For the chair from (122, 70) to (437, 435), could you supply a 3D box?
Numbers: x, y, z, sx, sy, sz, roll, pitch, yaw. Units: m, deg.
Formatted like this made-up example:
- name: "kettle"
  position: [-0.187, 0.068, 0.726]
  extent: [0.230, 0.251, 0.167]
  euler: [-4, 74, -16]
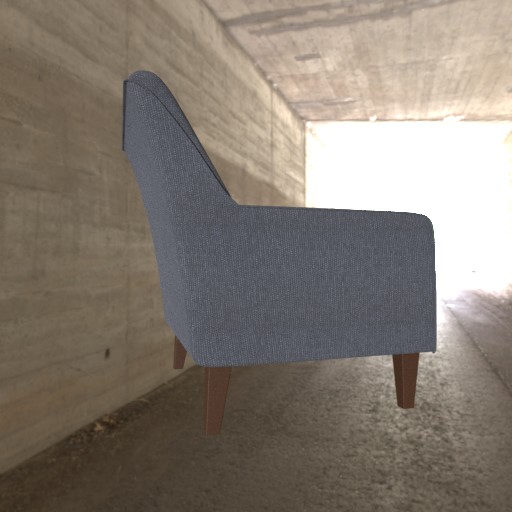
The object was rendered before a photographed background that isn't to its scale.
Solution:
- name: "chair"
  position: [0.000, 0.000, 1.555]
  extent: [0.899, 0.919, 0.780]
  euler: [0, 0, -17]
